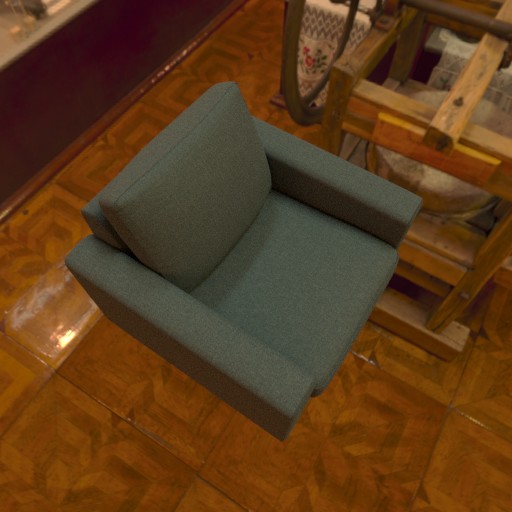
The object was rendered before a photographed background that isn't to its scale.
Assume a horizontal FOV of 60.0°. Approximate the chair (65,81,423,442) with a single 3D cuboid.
[{"bbox_3d":[0.000,0.000,1.864,1.038,1.010,1.024,30,65,16],"label":"chair"}]
